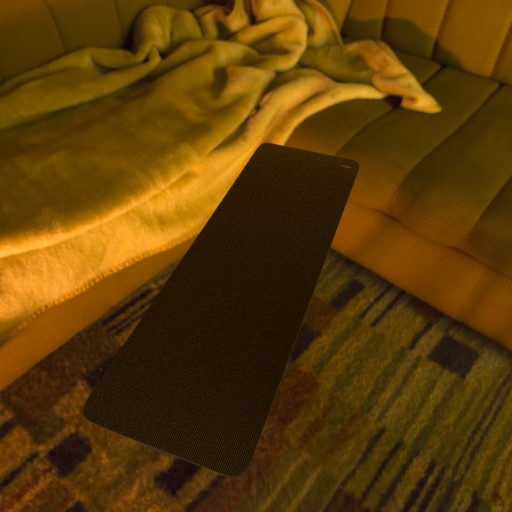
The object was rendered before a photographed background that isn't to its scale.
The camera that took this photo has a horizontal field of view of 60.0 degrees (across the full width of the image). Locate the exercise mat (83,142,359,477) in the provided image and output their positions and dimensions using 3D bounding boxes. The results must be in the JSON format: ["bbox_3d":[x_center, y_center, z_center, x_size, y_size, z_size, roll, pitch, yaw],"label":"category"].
[{"bbox_3d":[0.000,0.000,2.055,0.616,0.021,1.869,15,48,14],"label":"exercise mat"}]
